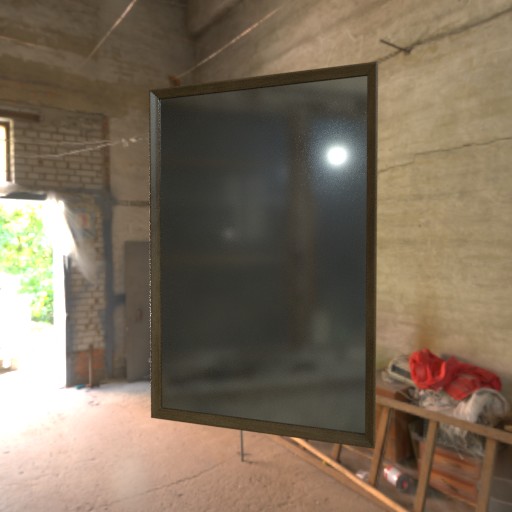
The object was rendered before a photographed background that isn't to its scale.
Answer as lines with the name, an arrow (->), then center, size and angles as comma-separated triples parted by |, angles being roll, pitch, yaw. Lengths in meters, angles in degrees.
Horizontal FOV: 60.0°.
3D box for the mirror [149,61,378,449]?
mirror -> 0.000, 0.000, 1.159 | 0.609, 0.915, 0.041 | 0, 2, 18
